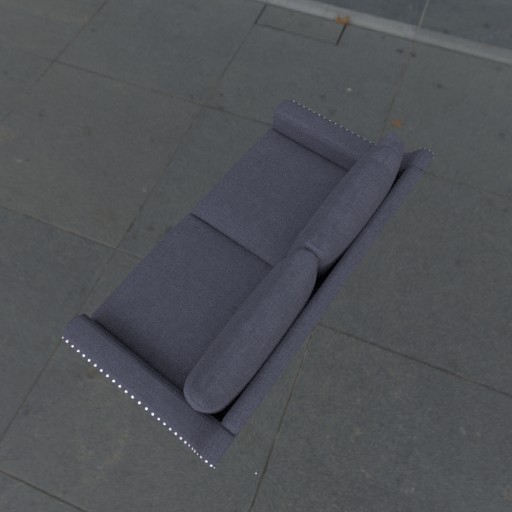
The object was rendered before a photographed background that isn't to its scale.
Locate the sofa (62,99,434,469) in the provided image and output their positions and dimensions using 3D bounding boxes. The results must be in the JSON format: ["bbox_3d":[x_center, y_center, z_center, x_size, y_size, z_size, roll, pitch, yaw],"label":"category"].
[{"bbox_3d":[0.000,0.000,3.258,1.336,1.196,2.550,34,69,15],"label":"sofa"}]
